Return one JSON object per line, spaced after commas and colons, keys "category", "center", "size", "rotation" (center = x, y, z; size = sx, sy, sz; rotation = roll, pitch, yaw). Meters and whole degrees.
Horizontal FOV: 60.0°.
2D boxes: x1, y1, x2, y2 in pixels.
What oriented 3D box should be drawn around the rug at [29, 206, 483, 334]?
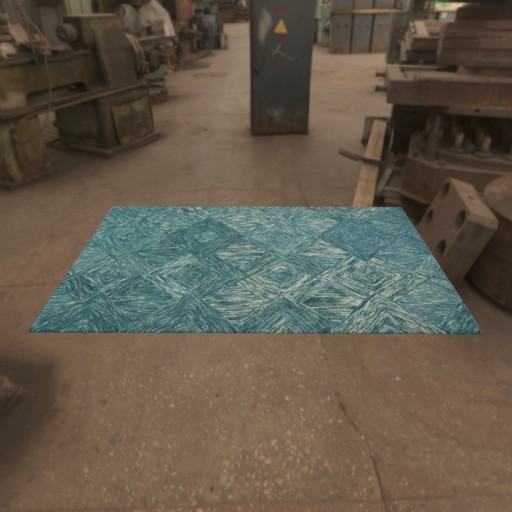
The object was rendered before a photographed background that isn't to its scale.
{"category": "rug", "center": [0.000, 0.000, 2.854], "size": [2.277, 0.015, 1.490], "rotation": [0, 31, 0]}
